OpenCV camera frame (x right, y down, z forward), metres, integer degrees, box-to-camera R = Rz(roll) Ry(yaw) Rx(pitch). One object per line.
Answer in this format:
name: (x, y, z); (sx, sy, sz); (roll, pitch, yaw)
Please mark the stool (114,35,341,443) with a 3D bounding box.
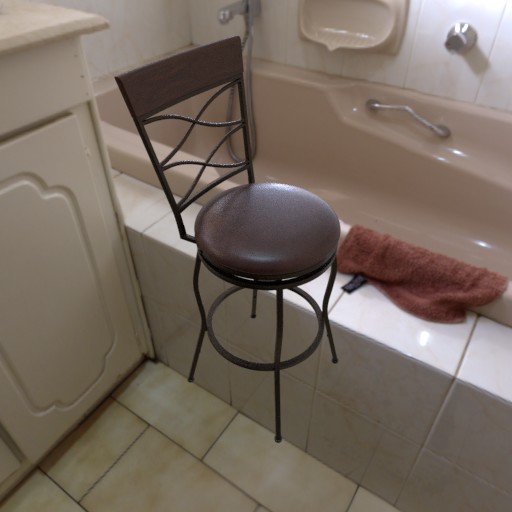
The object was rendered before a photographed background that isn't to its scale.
stool: (0.000, 0.000, 1.395); (0.513, 1.130, 0.448); (25, 46, 27)
